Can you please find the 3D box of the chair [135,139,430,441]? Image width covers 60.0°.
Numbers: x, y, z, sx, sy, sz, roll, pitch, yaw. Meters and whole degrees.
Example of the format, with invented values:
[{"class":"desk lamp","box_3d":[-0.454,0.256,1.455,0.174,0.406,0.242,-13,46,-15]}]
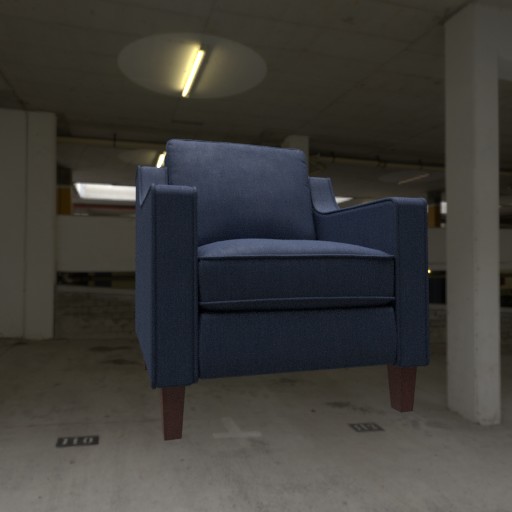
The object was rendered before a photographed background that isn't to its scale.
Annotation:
[{"class":"chair","box_3d":[0.000,0.000,1.639,0.831,0.960,0.909,0,-1,-18]}]
